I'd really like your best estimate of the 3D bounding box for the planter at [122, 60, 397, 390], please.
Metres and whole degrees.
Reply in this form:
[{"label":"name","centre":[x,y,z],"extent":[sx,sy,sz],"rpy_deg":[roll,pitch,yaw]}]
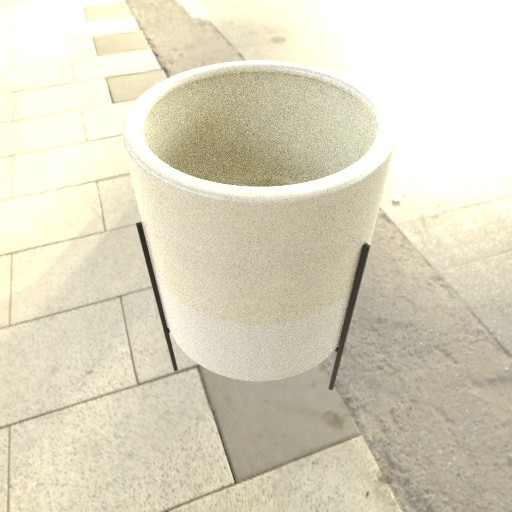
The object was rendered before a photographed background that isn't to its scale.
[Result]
[{"label":"planter","centre":[0.000,0.000,0.700],"extent":[0.333,0.483,0.324],"rpy_deg":[-16,48,-15]}]
